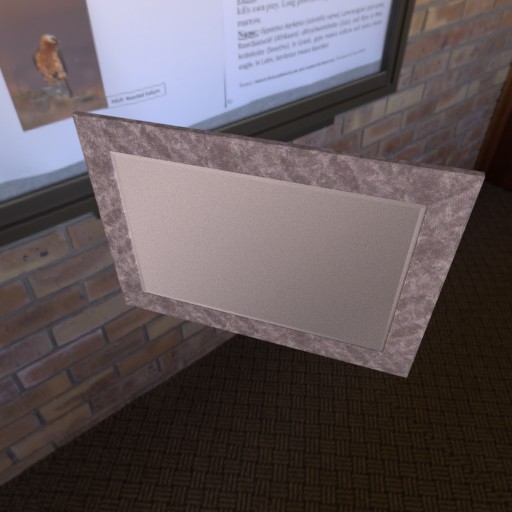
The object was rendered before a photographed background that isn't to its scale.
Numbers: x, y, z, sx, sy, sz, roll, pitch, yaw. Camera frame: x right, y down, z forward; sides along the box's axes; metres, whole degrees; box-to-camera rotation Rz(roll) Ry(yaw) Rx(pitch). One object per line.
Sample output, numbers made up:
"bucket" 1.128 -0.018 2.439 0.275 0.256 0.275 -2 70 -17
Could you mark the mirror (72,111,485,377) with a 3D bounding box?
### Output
"mirror" 0.000 0.000 1.405 1.101 0.795 0.022 12 43 14
